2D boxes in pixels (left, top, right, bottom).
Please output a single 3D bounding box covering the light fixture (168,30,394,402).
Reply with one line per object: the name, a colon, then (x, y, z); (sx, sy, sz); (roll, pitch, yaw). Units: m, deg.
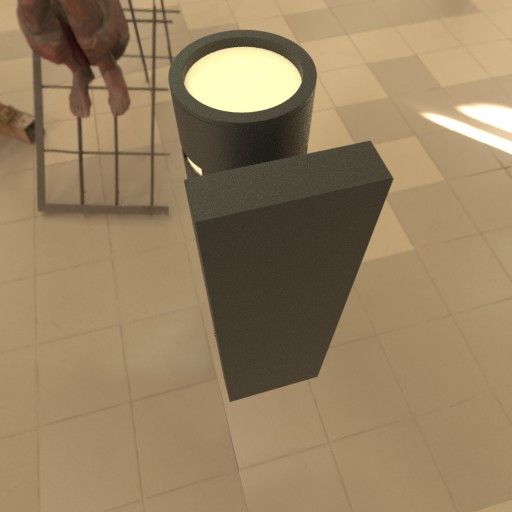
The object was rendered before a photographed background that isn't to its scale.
light fixture: (0.000, 0.000, 0.395); (0.105, 0.330, 0.149); (-14, 59, -8)
